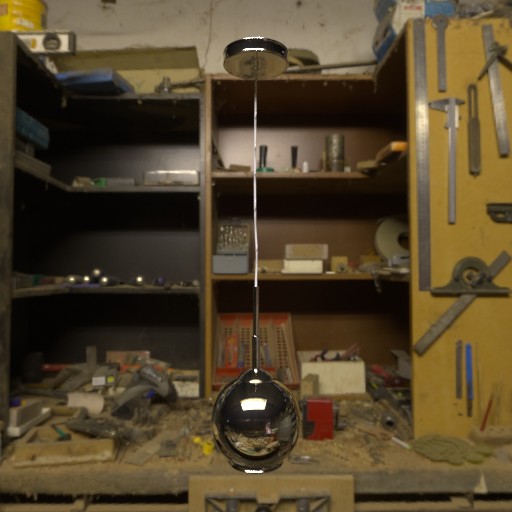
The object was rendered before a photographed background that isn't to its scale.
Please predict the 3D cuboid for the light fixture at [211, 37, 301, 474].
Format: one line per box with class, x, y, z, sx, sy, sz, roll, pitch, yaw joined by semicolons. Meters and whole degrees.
light fixture;0.000;0.000;1.673;0.336;1.538;0.336;0;-1;0
